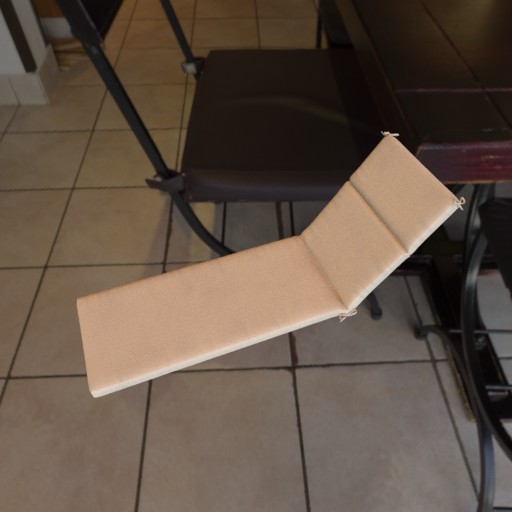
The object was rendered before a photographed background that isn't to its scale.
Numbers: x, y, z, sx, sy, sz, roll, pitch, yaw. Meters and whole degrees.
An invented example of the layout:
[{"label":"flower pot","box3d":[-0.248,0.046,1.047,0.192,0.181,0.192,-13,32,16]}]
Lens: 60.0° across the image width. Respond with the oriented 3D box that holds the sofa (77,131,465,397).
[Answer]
[{"label":"sofa","box3d":[0.000,0.000,1.986,1.663,0.622,0.582,-16,51,-14]}]
